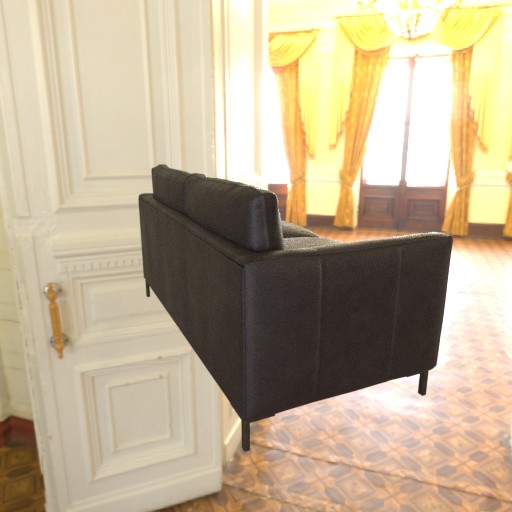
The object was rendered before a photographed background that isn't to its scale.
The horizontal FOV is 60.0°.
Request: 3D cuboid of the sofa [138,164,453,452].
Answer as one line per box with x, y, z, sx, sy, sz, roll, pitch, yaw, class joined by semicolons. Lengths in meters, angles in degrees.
0.000;0.000;2.320;0.947;0.883;1.805;-7;17;-26;sofa
